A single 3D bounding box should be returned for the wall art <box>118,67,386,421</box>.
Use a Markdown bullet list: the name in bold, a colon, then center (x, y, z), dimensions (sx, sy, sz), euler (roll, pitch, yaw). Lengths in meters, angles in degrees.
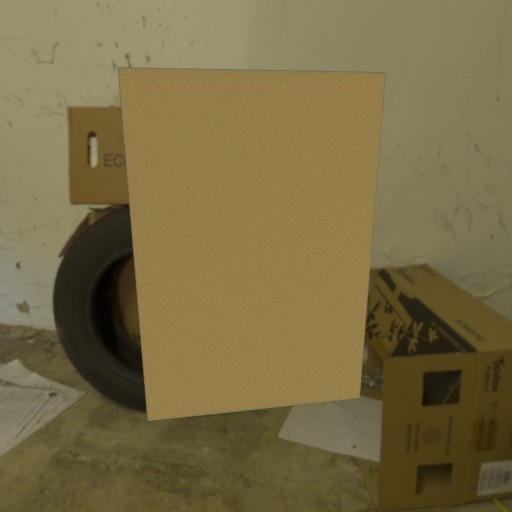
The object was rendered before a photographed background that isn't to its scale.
- **wall art**: center (0.000, 0.000, 0.592), dimensions (0.313, 0.457, 0.031), euler (-3, 17, -9)
